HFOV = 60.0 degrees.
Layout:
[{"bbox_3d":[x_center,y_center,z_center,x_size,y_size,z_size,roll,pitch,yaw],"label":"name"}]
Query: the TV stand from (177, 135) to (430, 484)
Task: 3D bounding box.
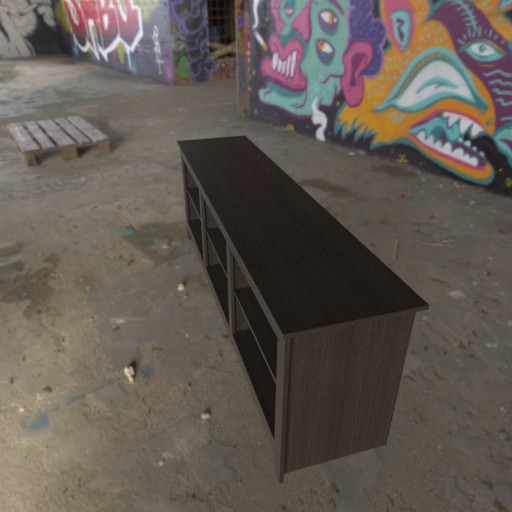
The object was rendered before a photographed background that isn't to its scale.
[{"bbox_3d":[0.000,0.000,1.994,0.406,0.610,1.778,-9,31,-15],"label":"TV stand"}]
